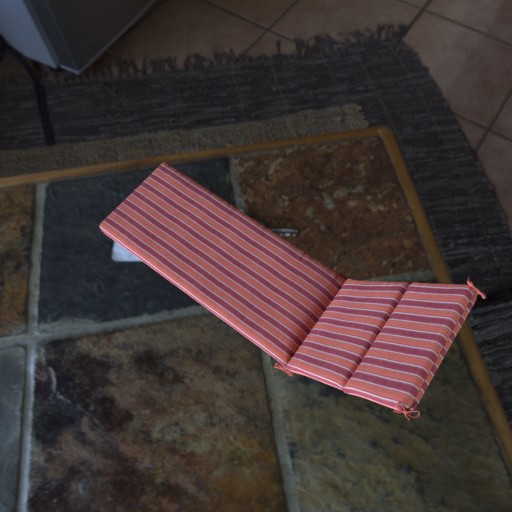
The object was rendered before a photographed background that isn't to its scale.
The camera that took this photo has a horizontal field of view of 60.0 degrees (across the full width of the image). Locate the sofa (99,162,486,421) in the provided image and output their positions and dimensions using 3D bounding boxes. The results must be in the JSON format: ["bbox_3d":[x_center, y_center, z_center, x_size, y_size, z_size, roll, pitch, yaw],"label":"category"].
[{"bbox_3d":[0.000,0.000,1.949,1.663,0.622,0.582,34,69,15],"label":"sofa"}]
